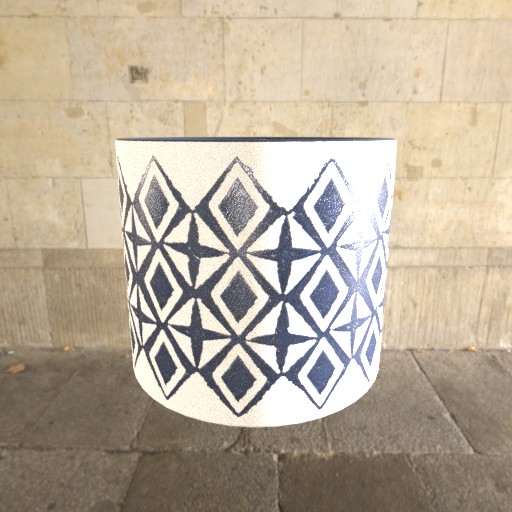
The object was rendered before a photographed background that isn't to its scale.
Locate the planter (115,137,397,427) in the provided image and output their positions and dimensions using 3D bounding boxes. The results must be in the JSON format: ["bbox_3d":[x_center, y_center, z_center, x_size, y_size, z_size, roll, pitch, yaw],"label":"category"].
[{"bbox_3d":[0.000,0.000,0.279,0.159,0.144,0.159,0,15,0],"label":"planter"}]
